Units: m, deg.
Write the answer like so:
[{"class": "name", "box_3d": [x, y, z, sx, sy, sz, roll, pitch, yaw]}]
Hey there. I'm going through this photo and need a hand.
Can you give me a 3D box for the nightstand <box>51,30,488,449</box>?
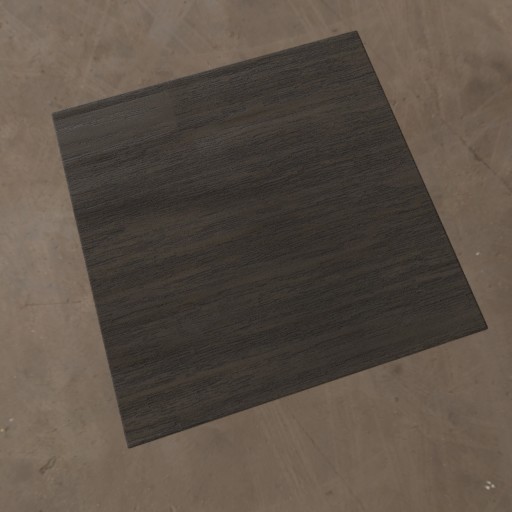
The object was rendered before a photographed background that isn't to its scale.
[{"class": "nightstand", "box_3d": [0.000, 0.000, 0.877, 0.502, 0.497, 0.503, -17, 76, -4]}]
